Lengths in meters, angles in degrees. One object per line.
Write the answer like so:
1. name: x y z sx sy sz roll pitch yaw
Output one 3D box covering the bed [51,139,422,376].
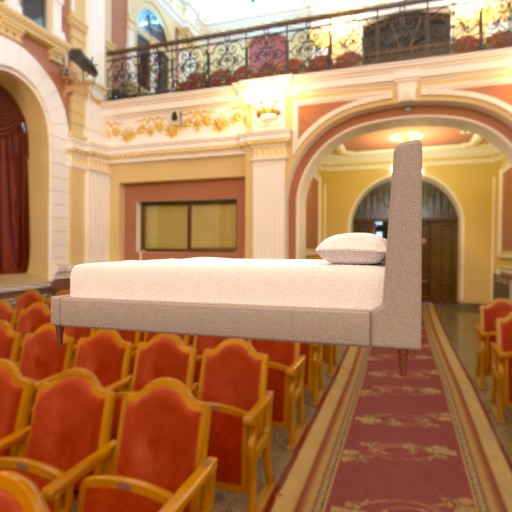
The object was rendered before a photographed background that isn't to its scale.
1. bed: 0.000 0.000 3.246 2.232 1.147 1.656 0 1 19
